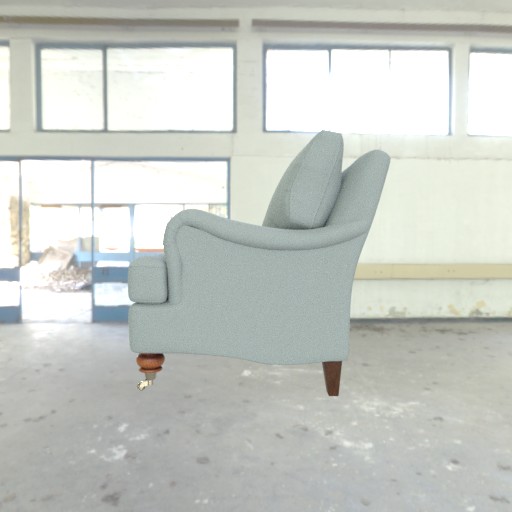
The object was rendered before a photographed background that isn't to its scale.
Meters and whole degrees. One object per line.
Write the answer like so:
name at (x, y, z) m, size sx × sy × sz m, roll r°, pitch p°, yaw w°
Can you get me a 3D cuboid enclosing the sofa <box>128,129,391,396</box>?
sofa at (0.000, 0.000, 2.813) m, size 1.069 × 1.096 × 2.193 m, roll 0°, pitch 1°, yaw 0°
